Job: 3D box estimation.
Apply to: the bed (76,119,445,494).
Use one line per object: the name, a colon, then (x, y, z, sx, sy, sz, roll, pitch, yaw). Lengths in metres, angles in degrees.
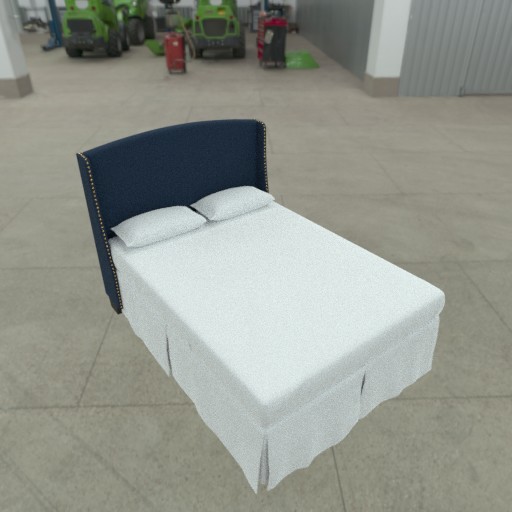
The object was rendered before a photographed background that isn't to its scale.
bed: (0.000, 0.000, 3.150, 1.604, 1.402, 2.223, -22, 38, -31)
